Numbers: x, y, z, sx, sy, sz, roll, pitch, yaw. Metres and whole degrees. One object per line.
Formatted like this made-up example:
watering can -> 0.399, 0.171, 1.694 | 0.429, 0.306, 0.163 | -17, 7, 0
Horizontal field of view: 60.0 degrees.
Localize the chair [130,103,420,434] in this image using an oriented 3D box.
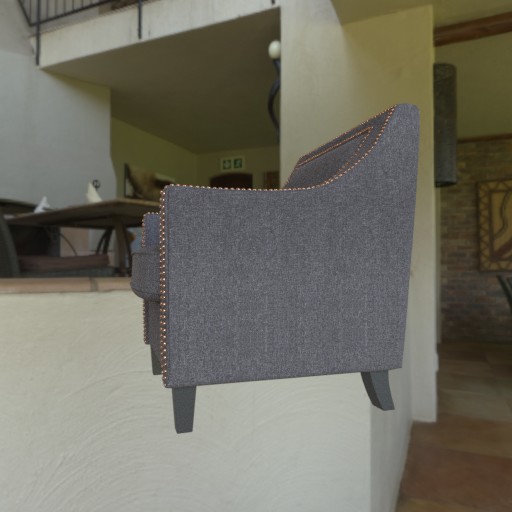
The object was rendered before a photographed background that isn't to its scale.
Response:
chair -> 0.000, 0.000, 1.629 | 0.884, 0.967, 0.776 | 0, -1, -18
